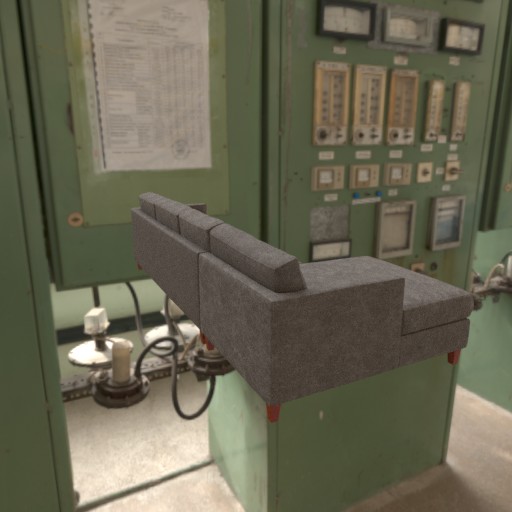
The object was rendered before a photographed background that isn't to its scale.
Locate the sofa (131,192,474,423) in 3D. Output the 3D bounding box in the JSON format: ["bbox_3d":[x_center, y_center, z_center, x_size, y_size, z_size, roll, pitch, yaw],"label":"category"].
[{"bbox_3d":[0.000,0.000,4.147,1.606,0.954,3.471,-8,17,-26],"label":"sofa"}]
